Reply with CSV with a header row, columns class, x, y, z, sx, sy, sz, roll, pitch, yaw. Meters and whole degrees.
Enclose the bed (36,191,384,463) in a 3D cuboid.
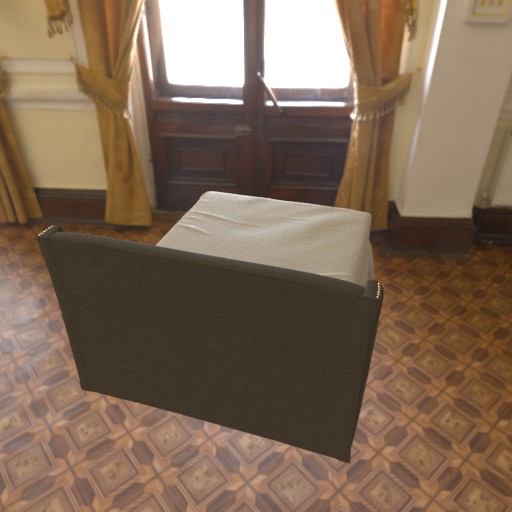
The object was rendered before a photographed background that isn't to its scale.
class,x,y,z,sx,sy,sz,roll,pitch,yaw
bed,0.000,0.000,3.497,1.925,1.332,2.276,10,34,15
